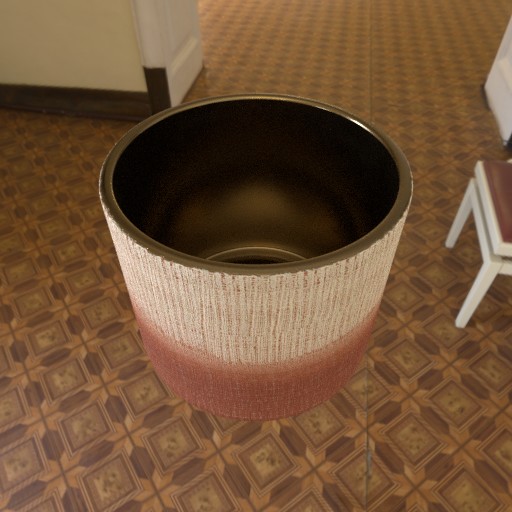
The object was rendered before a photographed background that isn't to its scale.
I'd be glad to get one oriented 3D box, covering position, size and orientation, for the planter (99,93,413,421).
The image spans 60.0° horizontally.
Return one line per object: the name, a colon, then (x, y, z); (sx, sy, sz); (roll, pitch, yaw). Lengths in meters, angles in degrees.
planter: (0.000, 0.000, 0.439); (0.254, 0.221, 0.254); (0, 46, 0)
